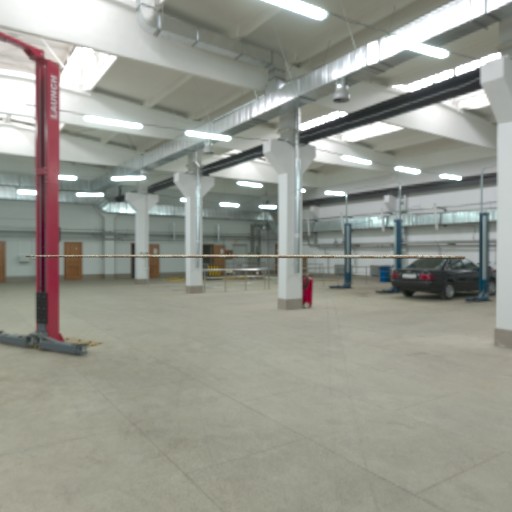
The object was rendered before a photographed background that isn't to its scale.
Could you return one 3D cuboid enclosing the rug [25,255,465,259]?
[{"bbox_3d":[0.000,0.000,2.980,2.435,0.011,1.526,0,0,21],"label":"rug"}]
